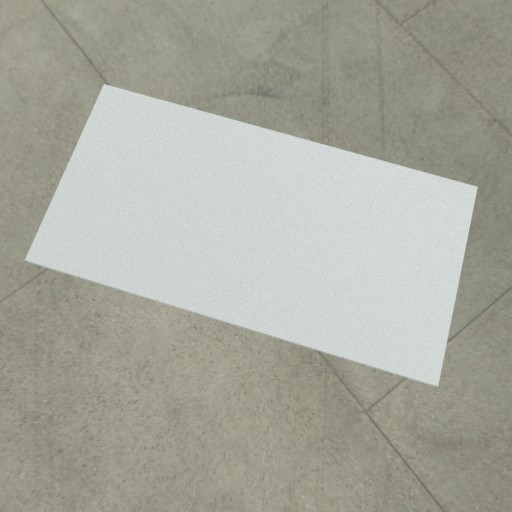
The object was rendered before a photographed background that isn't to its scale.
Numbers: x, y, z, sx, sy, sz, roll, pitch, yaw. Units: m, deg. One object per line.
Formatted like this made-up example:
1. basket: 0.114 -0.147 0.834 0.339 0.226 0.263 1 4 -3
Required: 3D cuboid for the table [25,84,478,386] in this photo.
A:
1. table: 0.000 0.000 1.390 0.991 0.660 0.498 17 77 4
